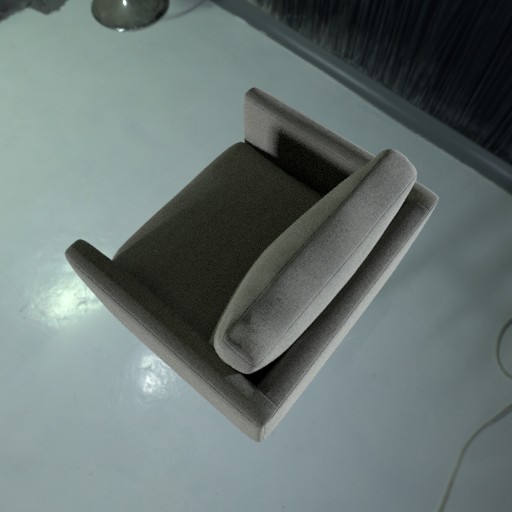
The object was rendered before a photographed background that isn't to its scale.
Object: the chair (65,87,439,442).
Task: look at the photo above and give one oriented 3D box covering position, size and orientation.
[{"bbox_3d":[0.000,0.000,1.862,0.959,0.963,1.107,37,69,16],"label":"chair"}]
